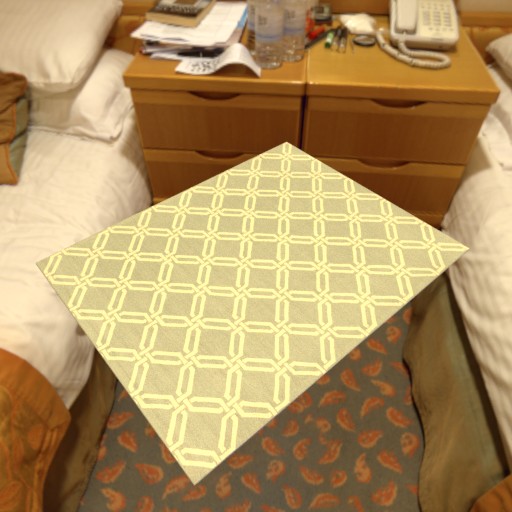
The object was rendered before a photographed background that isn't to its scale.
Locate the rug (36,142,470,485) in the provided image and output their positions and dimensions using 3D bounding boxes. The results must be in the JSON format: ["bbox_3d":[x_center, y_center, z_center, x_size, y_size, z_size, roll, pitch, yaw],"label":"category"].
[{"bbox_3d":[0.000,0.000,3.759,2.895,0.018,2.288,-32,53,-27],"label":"rug"}]
